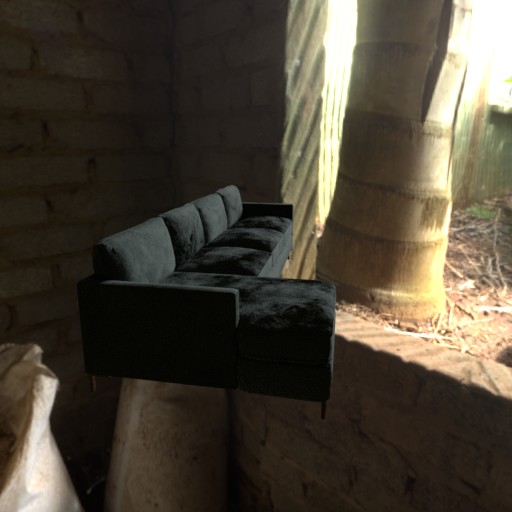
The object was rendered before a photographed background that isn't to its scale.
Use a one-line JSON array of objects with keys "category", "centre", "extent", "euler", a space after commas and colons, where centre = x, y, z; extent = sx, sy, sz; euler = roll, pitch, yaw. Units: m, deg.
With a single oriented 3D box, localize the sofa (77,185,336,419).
[{"category": "sofa", "centre": [0.000, 0.000, 4.076], "extent": [1.500, 0.967, 3.400], "euler": [3, 15, 11]}]
